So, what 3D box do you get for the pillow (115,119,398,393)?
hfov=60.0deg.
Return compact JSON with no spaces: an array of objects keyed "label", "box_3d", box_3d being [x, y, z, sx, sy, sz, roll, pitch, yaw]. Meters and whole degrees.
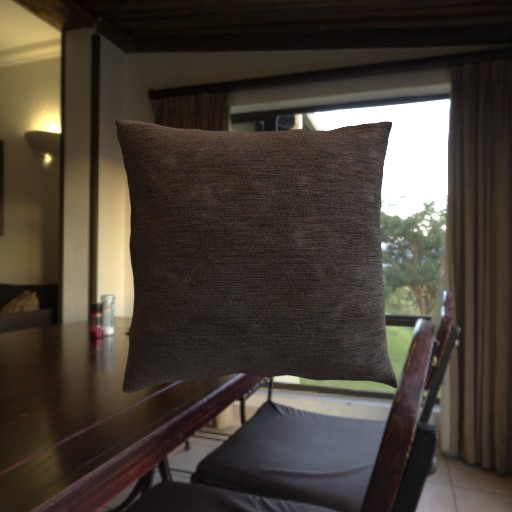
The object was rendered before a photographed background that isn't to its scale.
[{"label":"pillow","box_3d":[0.000,0.000,0.706,0.452,0.439,0.204,0,0,0]}]
